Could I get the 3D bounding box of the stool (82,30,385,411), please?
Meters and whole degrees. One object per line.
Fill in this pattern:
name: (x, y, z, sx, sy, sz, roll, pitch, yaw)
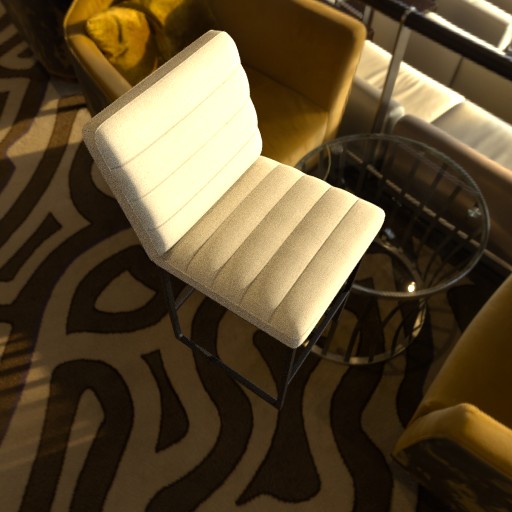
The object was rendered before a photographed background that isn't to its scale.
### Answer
stool: (0.000, 0.000, 1.325, 0.560, 1.040, 0.460, 30, 62, 18)
